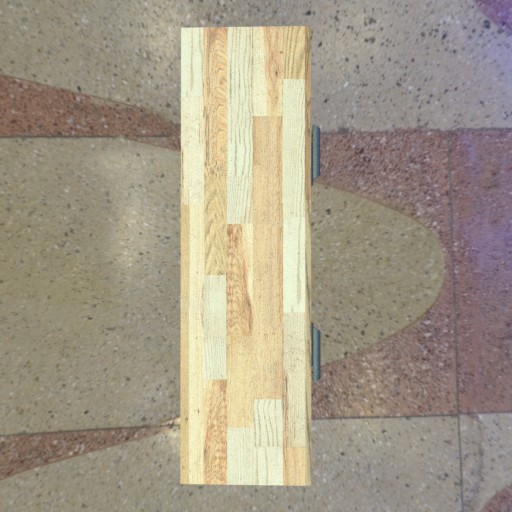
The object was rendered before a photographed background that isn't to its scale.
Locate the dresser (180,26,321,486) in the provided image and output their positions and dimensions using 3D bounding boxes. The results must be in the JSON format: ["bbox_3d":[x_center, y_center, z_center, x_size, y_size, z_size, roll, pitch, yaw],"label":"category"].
[{"bbox_3d":[0.000,0.000,1.912,0.487,0.834,1.547,0,89,2],"label":"dresser"}]
